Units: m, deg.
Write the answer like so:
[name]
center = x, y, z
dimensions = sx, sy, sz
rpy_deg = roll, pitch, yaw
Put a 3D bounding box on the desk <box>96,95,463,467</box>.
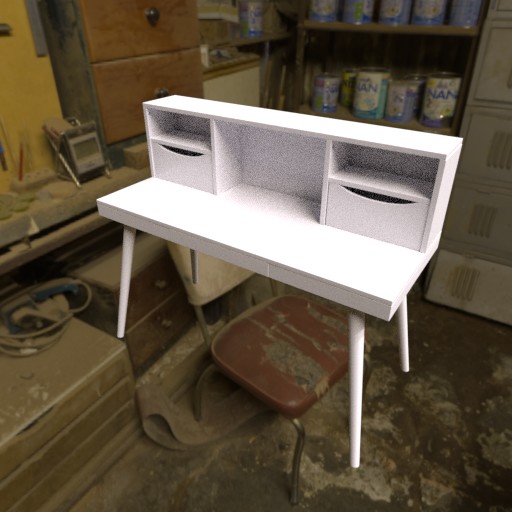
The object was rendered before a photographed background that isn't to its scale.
[desk]
center = 0.000, 0.000, 1.721
dimensions = 1.199, 0.990, 0.559
rpy_deg = 19, 36, 29
